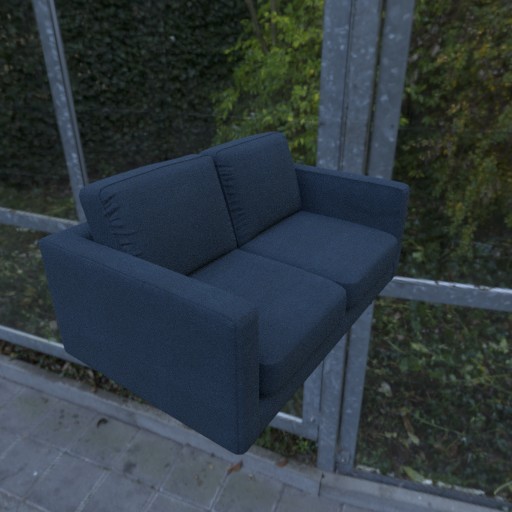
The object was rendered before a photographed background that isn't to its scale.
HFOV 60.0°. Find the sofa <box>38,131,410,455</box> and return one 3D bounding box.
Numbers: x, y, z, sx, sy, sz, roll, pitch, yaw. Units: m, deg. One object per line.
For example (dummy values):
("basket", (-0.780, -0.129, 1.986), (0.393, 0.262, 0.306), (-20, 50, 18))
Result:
("sofa", (0.000, 0.000, 2.113), (0.999, 0.930, 1.518), (17, 32, 31))
